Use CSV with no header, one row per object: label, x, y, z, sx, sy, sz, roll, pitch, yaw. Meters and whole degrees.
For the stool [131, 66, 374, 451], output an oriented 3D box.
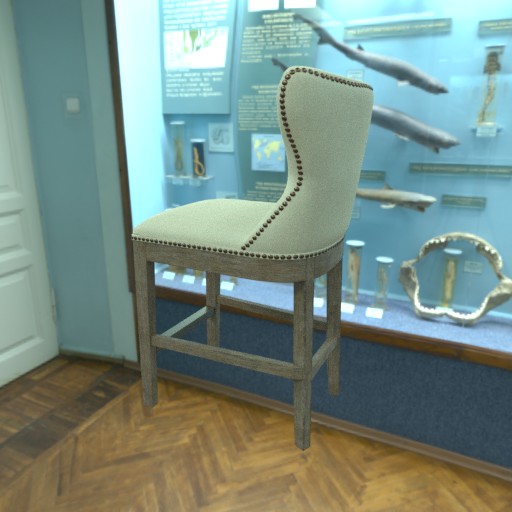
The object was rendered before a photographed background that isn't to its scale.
stool,0.000,0.000,1.316,0.608,0.981,0.498,8,19,26
